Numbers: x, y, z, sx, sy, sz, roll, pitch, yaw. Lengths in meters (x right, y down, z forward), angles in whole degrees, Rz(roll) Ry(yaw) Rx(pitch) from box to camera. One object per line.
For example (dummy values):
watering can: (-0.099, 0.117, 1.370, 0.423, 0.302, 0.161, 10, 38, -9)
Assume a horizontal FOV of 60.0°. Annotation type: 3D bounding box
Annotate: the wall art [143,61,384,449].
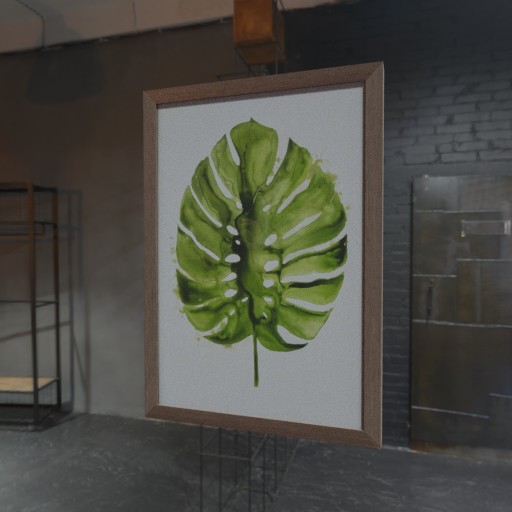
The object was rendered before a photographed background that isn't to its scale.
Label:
wall art: (0.000, 0.000, 0.652, 0.358, 0.510, 0.032, 0, 1, 18)
